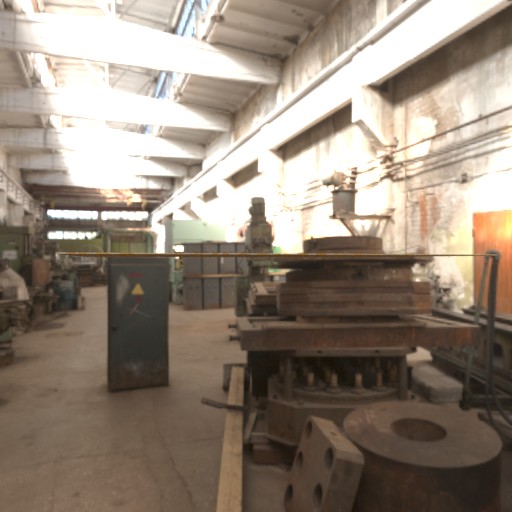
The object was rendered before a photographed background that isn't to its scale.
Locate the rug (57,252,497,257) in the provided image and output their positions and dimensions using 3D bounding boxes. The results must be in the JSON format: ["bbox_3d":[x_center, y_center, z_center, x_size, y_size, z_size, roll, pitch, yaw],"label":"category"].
[{"bbox_3d":[0.000,0.000,4.021,3.037,0.011,2.433,0,0,-17],"label":"rug"}]
